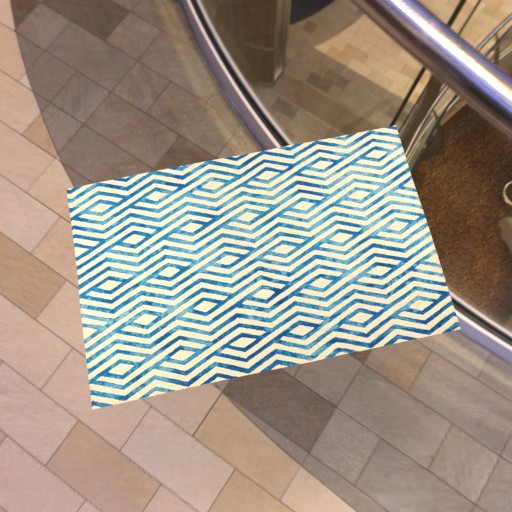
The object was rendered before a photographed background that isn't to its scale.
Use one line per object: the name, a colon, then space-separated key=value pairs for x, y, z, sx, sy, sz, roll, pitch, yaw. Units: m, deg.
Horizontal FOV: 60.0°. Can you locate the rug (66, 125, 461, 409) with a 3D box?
rug: x=0.000 y=0.000 z=3.042 sx=2.439 sy=0.008 sz=1.531 roll=-12 pitch=76 yaw=-3
